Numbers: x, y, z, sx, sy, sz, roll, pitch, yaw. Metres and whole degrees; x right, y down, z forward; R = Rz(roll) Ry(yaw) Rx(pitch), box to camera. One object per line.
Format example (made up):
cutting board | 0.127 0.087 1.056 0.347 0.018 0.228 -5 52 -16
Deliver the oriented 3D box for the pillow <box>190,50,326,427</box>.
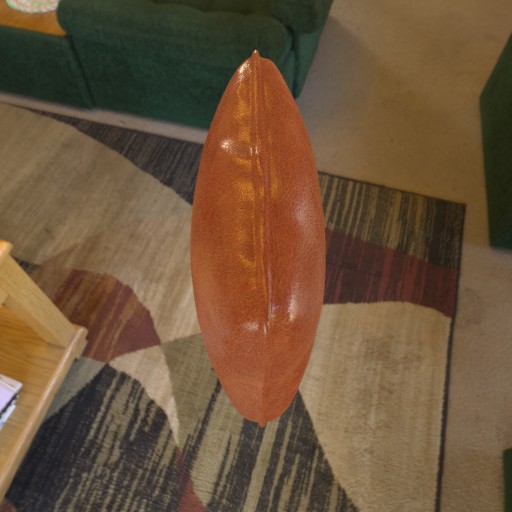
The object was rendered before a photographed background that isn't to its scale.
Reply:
pillow | 0.000 0.000 0.829 0.236 0.523 0.532 -1 58 -1
